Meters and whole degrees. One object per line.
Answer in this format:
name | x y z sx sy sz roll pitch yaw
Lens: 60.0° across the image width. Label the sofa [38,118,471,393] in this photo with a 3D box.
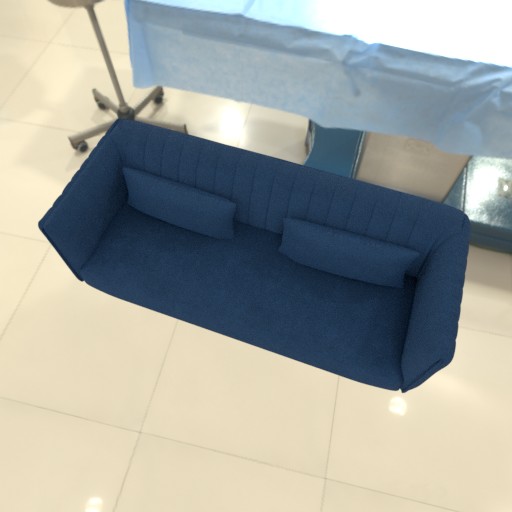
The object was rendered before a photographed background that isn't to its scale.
sofa | 0.000 0.000 2.563 2.136 0.793 0.896 17 61 10
